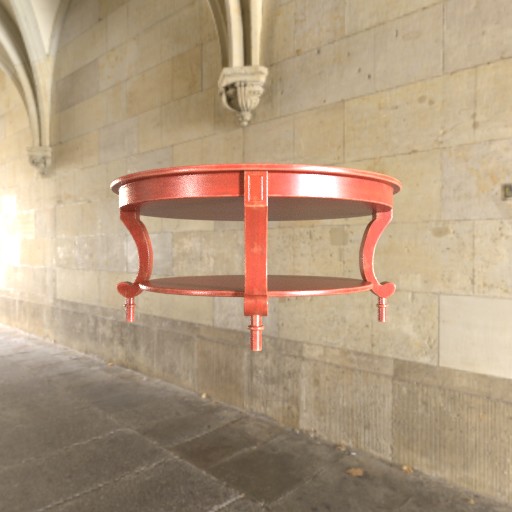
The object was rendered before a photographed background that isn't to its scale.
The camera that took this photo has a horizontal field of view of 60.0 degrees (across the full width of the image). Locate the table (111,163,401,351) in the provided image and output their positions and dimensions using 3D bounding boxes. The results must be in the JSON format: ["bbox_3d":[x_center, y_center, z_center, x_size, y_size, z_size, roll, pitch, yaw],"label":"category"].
[{"bbox_3d":[0.000,0.000,1.643,1.029,0.486,1.029,0,1,0],"label":"table"}]
